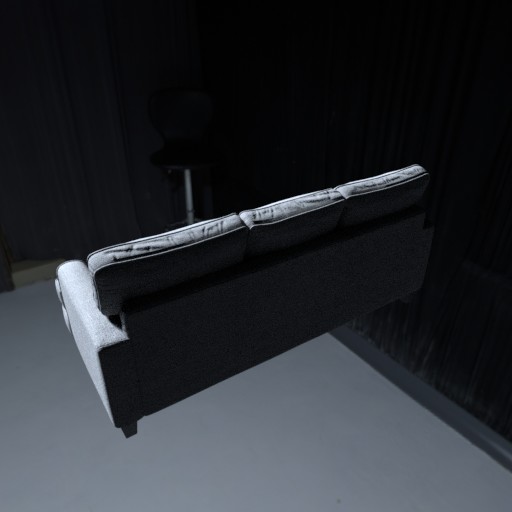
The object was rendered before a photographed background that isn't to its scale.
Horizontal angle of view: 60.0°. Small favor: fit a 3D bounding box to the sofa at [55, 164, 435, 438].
[{"bbox_3d":[0.000,0.000,2.682,2.158,0.965,0.951,-18,35,-29],"label":"sofa"}]
